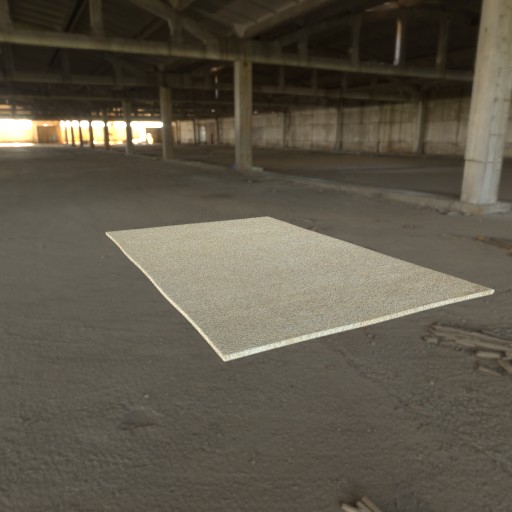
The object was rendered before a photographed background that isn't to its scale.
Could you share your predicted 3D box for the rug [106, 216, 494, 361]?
[{"bbox_3d":[0.000,0.000,2.915,1.500,0.025,2.346,-8,17,-27],"label":"rug"}]
